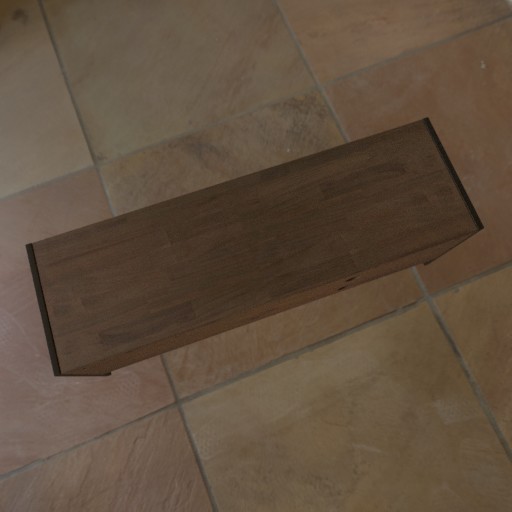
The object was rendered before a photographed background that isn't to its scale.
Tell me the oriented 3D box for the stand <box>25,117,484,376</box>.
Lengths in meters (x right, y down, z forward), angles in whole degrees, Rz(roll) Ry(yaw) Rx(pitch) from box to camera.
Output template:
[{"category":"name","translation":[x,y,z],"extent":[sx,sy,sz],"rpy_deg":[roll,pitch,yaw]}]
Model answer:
[{"category":"stand","translation":[0.000,0.000,1.734],"extent":[1.480,0.506,0.454],"rpy_deg":[-19,76,-5]}]
